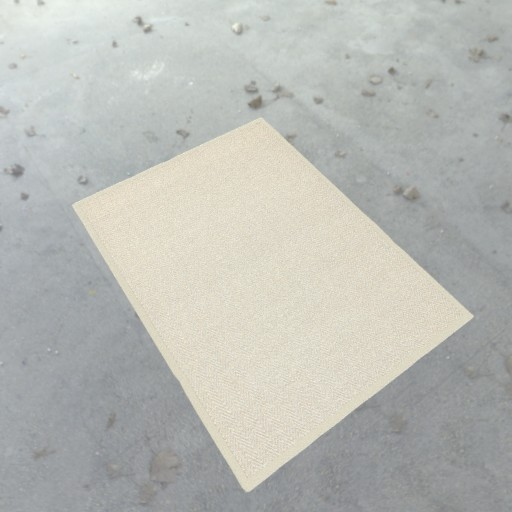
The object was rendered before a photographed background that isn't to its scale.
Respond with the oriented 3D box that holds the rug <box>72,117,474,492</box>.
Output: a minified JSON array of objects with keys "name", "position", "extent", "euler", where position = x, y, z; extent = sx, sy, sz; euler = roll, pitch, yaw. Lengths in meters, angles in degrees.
[{"name":"rug","position":[0.000,0.000,4.798],"extent":[2.734,0.037,3.659],"euler":[-30,61,-18]}]
